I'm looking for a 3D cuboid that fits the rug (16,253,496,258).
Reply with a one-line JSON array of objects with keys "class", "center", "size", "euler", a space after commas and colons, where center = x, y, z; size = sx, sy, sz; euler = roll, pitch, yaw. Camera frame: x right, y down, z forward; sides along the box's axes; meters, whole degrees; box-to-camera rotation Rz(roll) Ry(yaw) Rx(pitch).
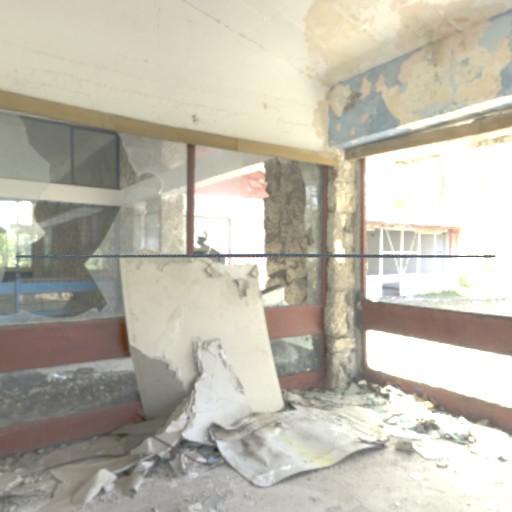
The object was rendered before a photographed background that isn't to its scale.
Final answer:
[{"class": "rug", "center": [0.000, 0.000, 2.202], "size": [1.777, 0.021, 1.145], "euler": [0, 0, 1]}]
